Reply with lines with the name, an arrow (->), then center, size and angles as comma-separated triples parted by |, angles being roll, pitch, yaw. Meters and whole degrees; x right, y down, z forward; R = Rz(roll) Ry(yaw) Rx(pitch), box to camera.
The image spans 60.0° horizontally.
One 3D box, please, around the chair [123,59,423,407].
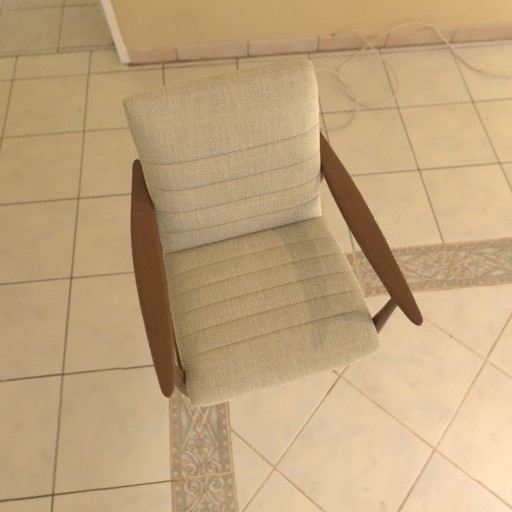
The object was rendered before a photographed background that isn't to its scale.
chair -> 0.000, 0.000, 1.444 | 0.741, 0.832, 0.798 | -14, 65, -7
